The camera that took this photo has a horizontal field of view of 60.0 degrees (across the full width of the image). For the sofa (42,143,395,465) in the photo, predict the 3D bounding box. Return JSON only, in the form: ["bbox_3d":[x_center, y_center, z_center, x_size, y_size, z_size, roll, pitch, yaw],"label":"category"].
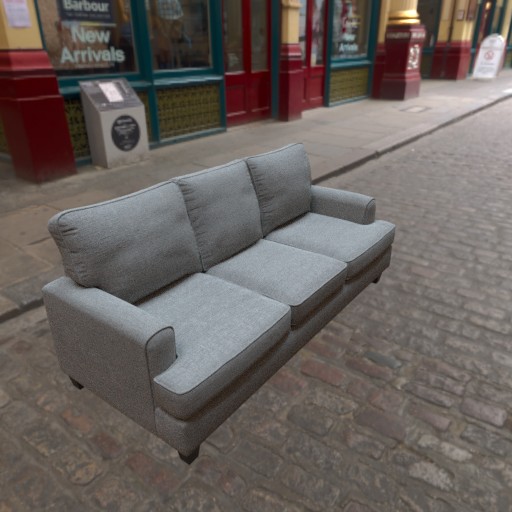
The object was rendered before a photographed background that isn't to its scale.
[{"bbox_3d":[0.000,0.000,2.625,0.951,0.965,2.158,18,31,33],"label":"sofa"}]
